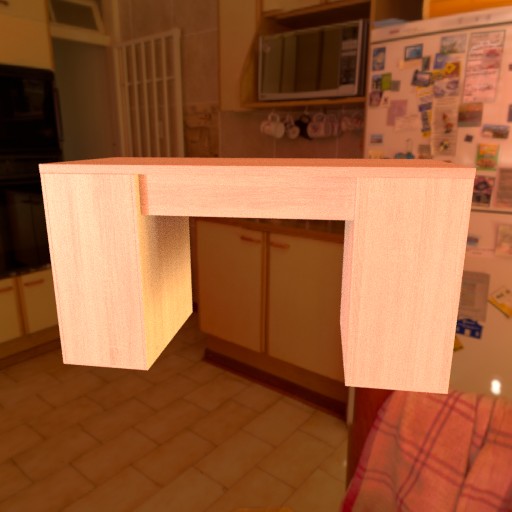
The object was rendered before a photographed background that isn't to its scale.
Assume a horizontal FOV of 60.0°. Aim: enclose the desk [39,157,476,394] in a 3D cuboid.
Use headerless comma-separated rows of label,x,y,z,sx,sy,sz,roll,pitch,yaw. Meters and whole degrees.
desk,0.000,0.000,1.769,1.390,0.740,0.600,2,15,8
